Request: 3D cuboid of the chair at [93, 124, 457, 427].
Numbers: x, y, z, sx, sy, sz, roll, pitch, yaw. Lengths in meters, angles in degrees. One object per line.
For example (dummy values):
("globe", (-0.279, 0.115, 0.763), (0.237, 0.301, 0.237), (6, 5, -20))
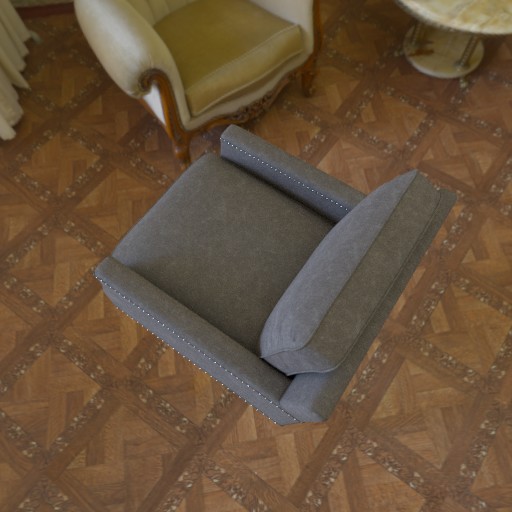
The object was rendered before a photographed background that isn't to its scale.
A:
("chair", (0.000, 0.000, 1.697), (1.014, 0.948, 0.853), (32, 68, 15))
